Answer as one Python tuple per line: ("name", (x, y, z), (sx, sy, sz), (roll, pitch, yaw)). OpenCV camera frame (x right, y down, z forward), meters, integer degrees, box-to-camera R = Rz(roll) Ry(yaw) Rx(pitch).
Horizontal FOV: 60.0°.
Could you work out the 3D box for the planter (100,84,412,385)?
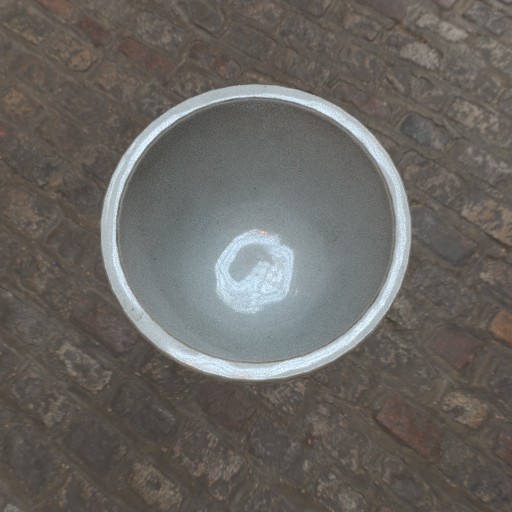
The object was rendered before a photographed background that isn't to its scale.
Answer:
("planter", (0.000, 0.000, 0.317), (0.173, 0.160, 0.173), (0, 76, 0))
